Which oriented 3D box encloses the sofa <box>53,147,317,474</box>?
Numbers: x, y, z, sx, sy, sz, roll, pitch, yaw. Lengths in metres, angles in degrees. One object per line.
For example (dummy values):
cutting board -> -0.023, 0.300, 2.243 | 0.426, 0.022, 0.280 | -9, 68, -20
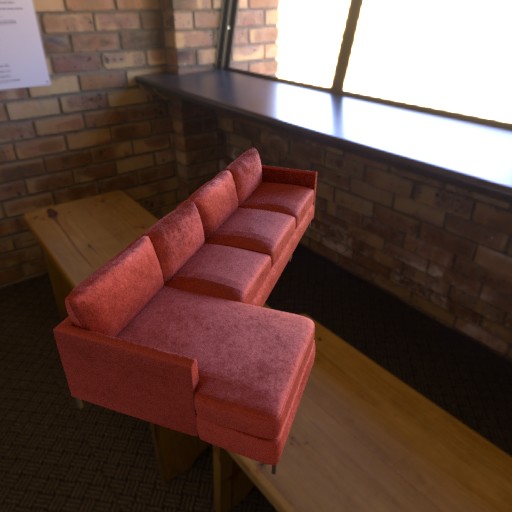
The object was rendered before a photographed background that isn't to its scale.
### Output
sofa -> 0.000, 0.000, 3.992 | 1.500, 0.967, 3.400 | 10, 32, 17
